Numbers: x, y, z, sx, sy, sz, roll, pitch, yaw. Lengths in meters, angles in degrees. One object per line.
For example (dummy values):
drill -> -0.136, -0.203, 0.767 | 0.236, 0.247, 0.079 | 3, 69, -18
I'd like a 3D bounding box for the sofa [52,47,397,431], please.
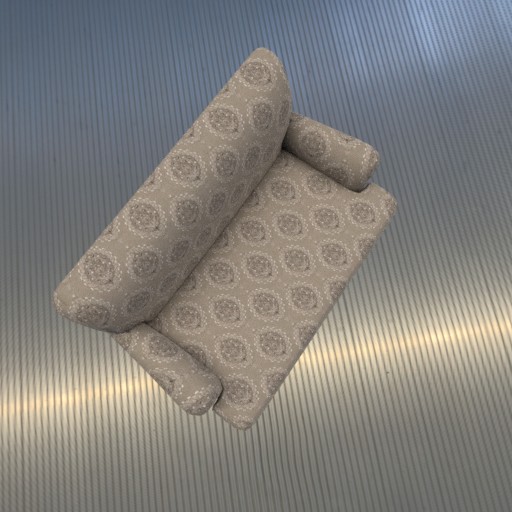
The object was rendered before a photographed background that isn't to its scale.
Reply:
sofa -> 0.000, 0.000, 1.864 | 0.779, 0.889, 1.297 | 34, 78, 8
